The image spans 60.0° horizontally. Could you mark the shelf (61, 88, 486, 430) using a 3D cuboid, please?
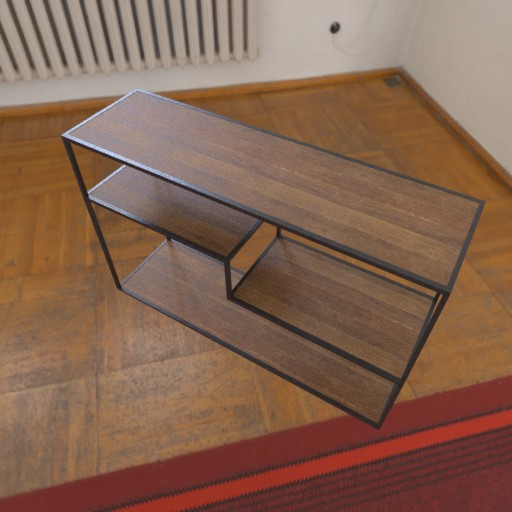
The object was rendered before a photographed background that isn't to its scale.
[{"bbox_3d":[0.000,0.000,1.551,1.201,0.765,0.361,24,52,20],"label":"shelf"}]
